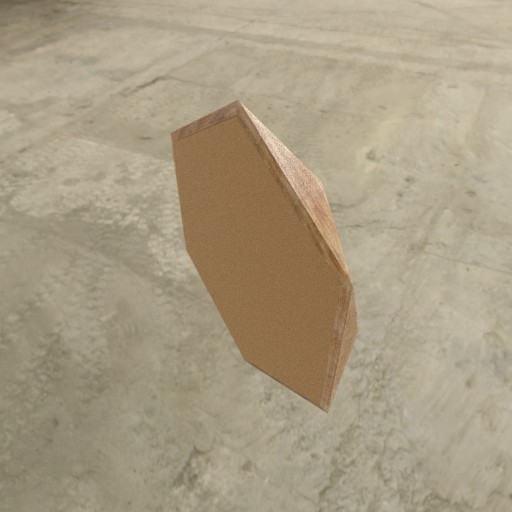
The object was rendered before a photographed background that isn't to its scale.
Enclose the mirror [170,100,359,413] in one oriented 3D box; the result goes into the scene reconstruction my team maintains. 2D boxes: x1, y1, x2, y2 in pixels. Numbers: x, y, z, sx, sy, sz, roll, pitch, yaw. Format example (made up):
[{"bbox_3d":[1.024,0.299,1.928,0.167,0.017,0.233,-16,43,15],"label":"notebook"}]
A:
[{"bbox_3d":[0.000,0.000,1.070,0.091,0.779,0.675,-24,46,-25],"label":"mirror"}]
